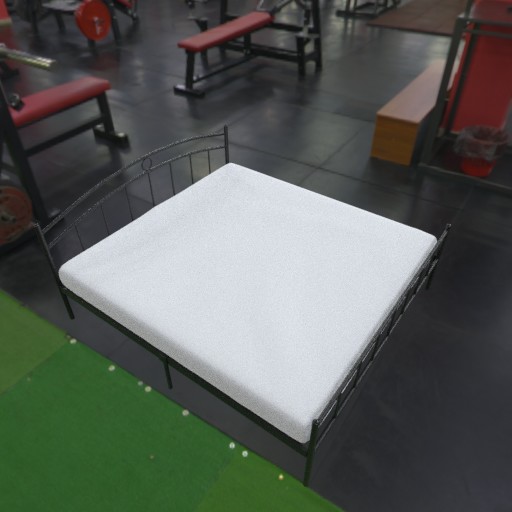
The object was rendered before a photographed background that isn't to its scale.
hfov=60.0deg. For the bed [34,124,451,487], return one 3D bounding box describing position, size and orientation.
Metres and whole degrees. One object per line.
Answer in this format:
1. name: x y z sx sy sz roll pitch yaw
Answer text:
1. bed: 0.000 0.000 3.094 2.040 0.940 1.880 25 46 27
